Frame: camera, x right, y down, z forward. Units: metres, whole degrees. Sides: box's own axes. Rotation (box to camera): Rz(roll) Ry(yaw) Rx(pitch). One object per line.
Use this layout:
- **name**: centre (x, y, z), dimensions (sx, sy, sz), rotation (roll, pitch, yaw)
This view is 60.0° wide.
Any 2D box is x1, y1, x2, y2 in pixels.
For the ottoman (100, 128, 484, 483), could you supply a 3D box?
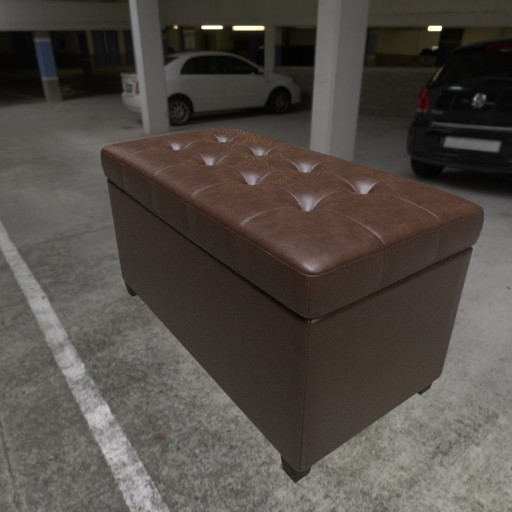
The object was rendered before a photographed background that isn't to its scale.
- **ottoman**: centre (0.000, 0.000, 1.075), dimensions (0.432, 0.470, 0.838), rotation (-18, 33, -31)
